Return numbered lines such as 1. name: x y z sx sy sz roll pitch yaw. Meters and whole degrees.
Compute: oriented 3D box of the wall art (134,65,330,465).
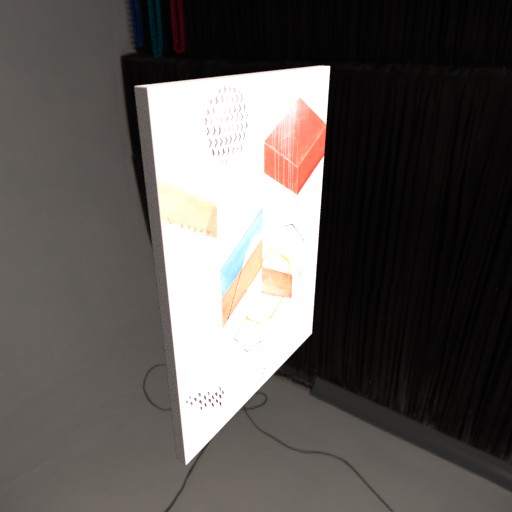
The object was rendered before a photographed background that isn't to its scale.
1. wall art: 0.000 0.000 1.600 0.046 1.221 0.914 17 31 30
